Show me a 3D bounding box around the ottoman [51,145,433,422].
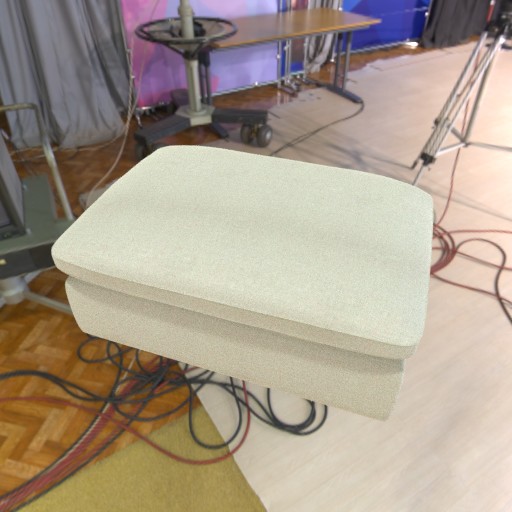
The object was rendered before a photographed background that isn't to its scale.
[{"bbox_3d":[0.000,0.000,1.389,0.984,0.453,0.686,13,42,14],"label":"ottoman"}]
